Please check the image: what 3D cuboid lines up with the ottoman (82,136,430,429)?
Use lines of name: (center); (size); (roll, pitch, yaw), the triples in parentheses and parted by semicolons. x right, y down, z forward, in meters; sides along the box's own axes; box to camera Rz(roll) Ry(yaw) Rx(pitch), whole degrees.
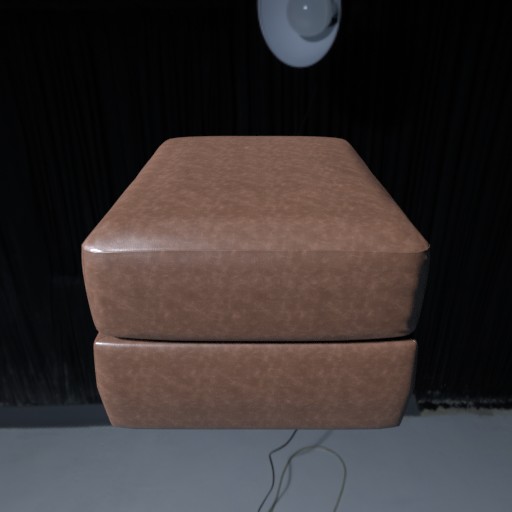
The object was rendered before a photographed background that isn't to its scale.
ottoman: (0.000, 0.000, 1.107); (0.603, 0.476, 0.751); (0, 28, 0)
